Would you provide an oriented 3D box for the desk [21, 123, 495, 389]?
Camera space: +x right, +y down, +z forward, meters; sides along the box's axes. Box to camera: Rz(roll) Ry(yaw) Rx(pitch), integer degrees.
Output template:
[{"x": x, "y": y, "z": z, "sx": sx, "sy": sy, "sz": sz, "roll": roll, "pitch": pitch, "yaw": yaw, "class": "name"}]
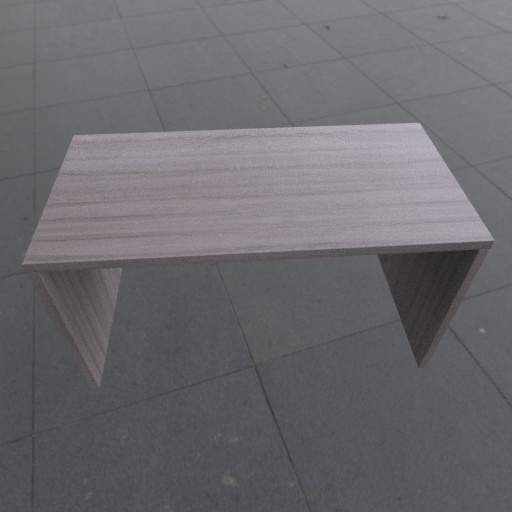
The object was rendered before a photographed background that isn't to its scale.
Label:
[{"x": 0.000, "y": 0.000, "z": 1.794, "sx": 1.380, "sy": 0.745, "sz": 0.690, "roll": -3, "pitch": 46, "yaw": -3, "class": "desk"}]
